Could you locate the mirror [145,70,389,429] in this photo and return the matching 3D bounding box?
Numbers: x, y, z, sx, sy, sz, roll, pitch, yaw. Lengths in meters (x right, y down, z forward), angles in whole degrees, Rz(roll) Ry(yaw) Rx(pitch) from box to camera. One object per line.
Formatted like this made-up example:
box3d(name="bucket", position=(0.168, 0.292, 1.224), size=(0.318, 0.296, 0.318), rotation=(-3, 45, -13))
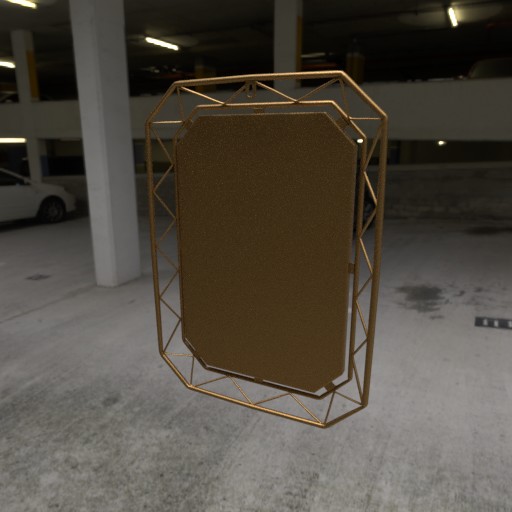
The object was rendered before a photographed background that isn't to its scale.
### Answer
box3d(name="mirror", position=(0.000, 0.000, 0.746), size=(0.417, 0.566, 0.042), rotation=(7, 17, 25))
